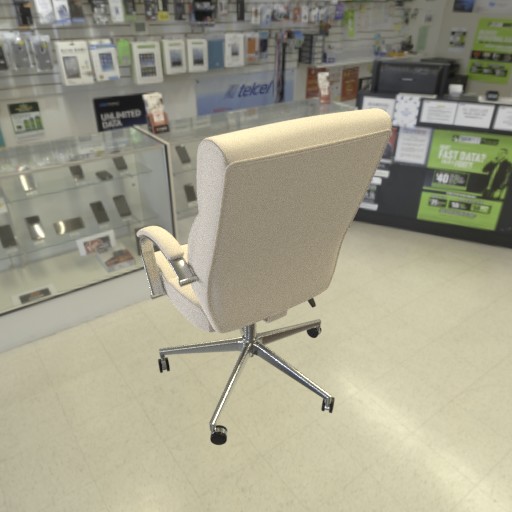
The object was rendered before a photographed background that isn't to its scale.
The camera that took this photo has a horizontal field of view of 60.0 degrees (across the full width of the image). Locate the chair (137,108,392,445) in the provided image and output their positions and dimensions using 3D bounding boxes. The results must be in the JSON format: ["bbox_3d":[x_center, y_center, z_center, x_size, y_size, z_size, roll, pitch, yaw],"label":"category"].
[{"bbox_3d":[0.000,0.000,1.612,0.727,1.099,0.745,-19,35,-28],"label":"chair"}]
